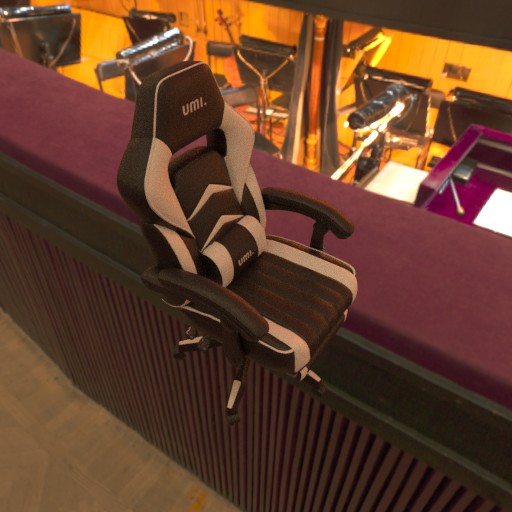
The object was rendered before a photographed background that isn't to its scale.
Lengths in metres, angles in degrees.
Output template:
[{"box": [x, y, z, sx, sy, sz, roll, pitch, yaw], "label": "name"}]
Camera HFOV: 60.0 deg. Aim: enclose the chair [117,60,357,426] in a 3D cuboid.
[{"box": [0.000, 0.000, 1.584, 0.700, 1.200, 0.676, 25, 48, 25], "label": "chair"}]
